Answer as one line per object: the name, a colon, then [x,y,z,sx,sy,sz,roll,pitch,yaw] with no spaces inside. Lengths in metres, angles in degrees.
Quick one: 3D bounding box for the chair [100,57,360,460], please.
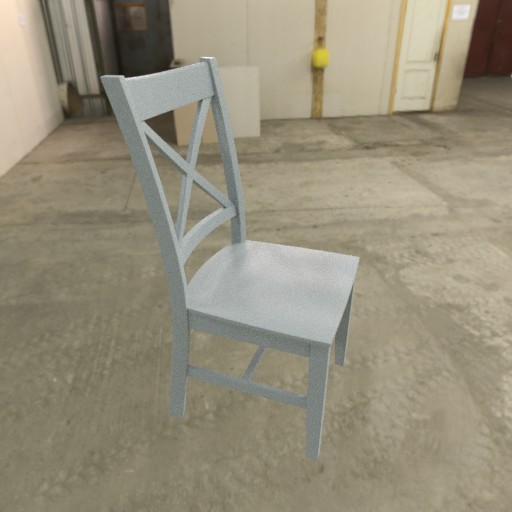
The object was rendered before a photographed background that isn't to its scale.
chair: [0.000,0.000,1.257,0.542,0.983,0.485,10,30,18]
